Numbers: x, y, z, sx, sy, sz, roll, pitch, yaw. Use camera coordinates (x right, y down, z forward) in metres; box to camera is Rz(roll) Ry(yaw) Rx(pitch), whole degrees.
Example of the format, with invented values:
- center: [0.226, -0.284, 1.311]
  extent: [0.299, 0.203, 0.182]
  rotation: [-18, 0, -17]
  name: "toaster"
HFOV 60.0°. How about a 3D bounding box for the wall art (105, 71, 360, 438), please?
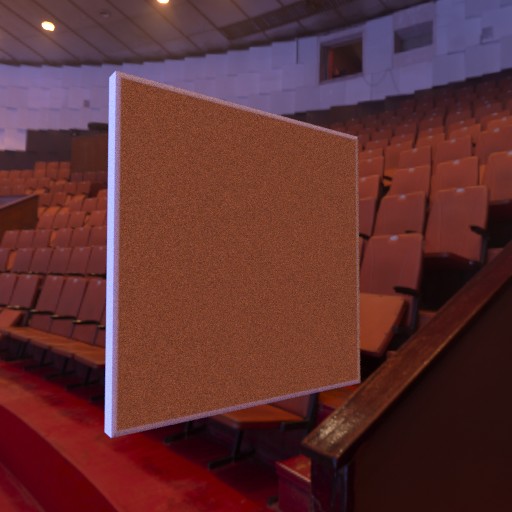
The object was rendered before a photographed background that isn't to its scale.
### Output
- center: [0.000, 0.000, 1.166]
  extent: [0.768, 0.765, 0.041]
  rotation: [2, -3, -36]
  name: "wall art"
